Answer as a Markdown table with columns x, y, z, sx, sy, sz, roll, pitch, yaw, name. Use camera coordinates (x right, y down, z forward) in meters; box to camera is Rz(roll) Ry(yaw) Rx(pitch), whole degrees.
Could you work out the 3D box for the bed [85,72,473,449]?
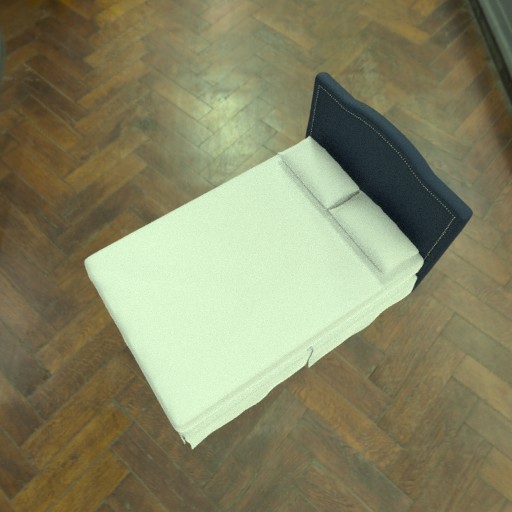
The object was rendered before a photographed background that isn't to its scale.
| x | y | z | sx | sy | sz | roll | pitch | yaw | name |
| --- | --- | --- | --- | --- | --- | --- | --- | --- | --- |
| 0.000 | 0.000 | 3.579 | 2.507 | 1.441 | 1.741 | -31 | 67 | -15 | bed |
